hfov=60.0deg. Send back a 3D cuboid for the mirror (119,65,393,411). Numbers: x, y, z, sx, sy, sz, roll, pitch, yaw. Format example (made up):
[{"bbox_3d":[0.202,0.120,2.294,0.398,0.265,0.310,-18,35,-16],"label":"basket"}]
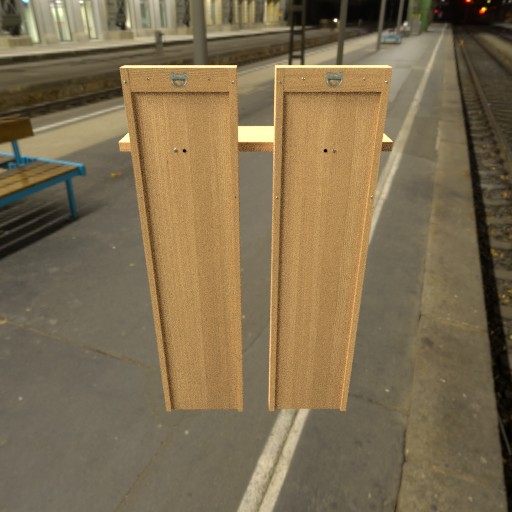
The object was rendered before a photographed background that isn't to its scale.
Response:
[{"bbox_3d":[0.000,0.000,1.558,0.800,1.250,0.260,0,29,0],"label":"mirror"}]
